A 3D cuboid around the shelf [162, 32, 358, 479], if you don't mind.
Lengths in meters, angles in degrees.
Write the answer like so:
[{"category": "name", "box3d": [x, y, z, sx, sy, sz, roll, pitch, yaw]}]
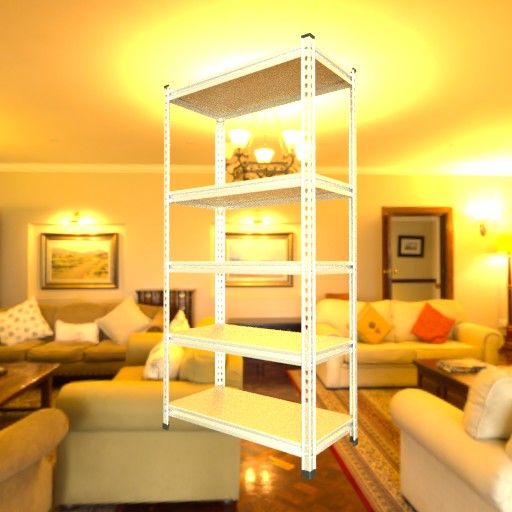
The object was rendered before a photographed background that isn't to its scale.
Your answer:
[{"category": "shelf", "box3d": [0.000, 0.000, 2.268, 0.914, 1.829, 0.457, -1, -1, 38]}]
